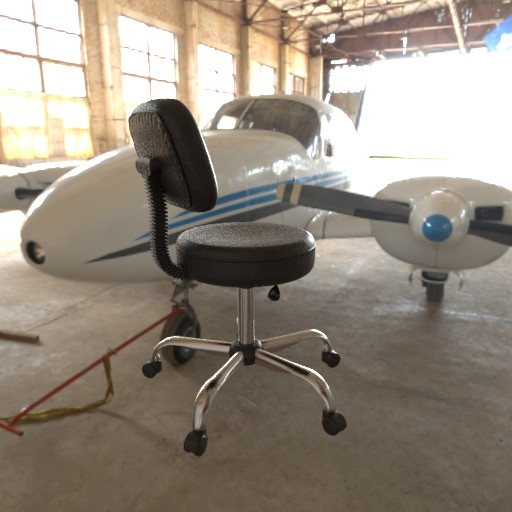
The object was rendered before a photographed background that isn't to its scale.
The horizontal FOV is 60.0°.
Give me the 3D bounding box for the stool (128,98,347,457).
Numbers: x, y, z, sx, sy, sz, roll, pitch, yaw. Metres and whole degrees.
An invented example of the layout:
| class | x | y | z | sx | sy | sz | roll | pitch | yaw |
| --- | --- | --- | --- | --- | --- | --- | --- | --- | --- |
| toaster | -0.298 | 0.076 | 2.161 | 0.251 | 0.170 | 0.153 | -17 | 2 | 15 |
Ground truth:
| class | x | y | z | sx | sy | sz | roll | pitch | yaw |
| --- | --- | --- | --- | --- | --- | --- | --- | --- | --- |
| stool | 0.000 | 0.000 | 1.319 | 0.648 | 0.862 | 0.673 | -7 | 16 | -26 |
